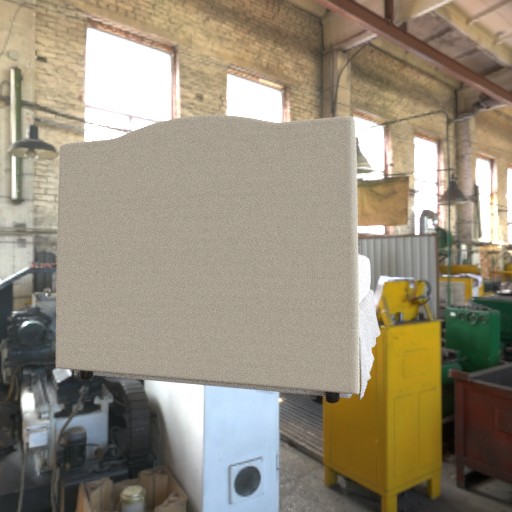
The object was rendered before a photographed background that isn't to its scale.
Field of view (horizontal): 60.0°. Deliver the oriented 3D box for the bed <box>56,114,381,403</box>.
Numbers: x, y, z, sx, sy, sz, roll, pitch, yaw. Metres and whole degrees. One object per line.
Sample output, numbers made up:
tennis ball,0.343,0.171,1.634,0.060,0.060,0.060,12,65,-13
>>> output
bed,0.000,0.000,3.334,1.741,1.449,2.196,0,-1,17
